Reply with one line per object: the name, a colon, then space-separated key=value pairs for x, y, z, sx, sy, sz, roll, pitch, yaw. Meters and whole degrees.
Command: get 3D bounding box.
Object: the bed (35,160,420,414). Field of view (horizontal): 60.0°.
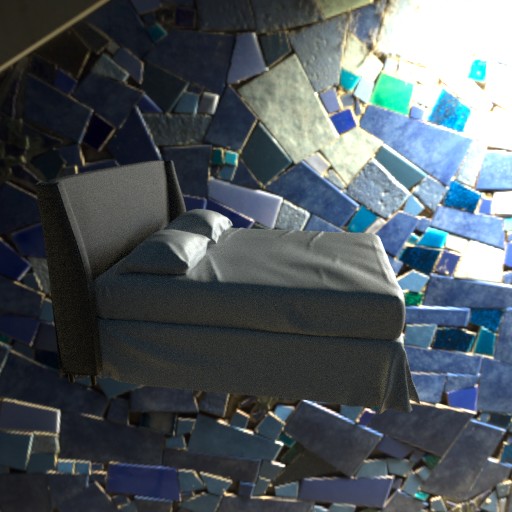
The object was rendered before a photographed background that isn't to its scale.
bed: x=0.000 y=0.000 z=3.423 sx=2.276 sy=1.332 sz=1.925 roll=3 pitch=16 yaw=10
